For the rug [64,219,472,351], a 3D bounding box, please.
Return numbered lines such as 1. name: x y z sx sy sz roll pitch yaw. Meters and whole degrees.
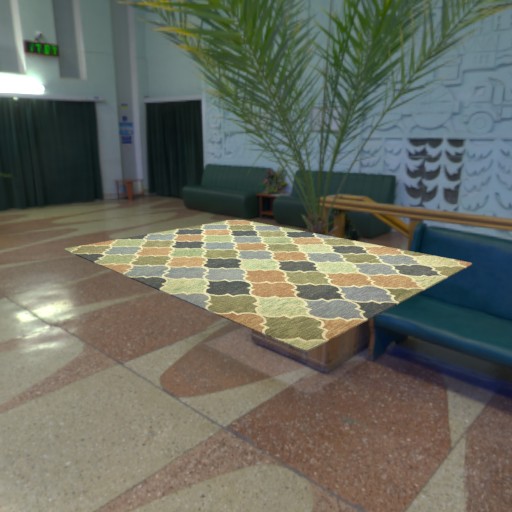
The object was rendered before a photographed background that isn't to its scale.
1. rug: 0.000 0.000 4.323 3.200 0.013 2.439 15 21 43
